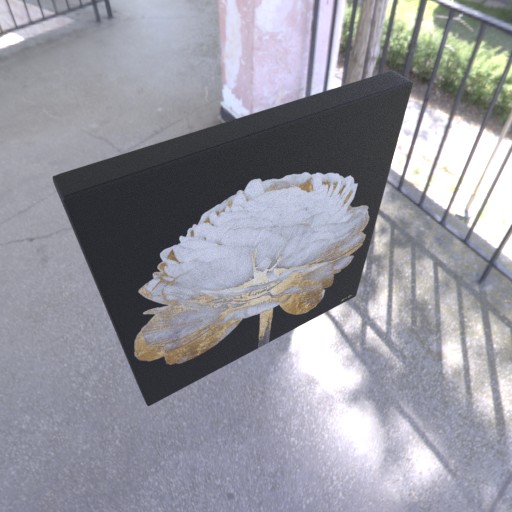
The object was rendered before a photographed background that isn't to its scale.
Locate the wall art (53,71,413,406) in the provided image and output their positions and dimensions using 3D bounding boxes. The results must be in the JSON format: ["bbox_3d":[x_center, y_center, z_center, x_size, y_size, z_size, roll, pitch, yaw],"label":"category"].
[{"bbox_3d":[0.000,0.000,0.603,0.406,0.407,0.041,-24,51,-21],"label":"wall art"}]
